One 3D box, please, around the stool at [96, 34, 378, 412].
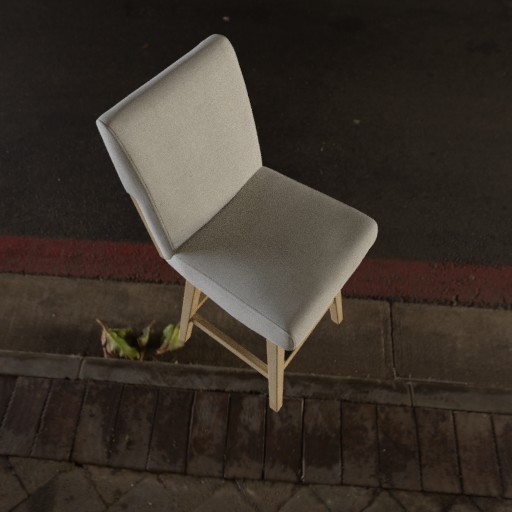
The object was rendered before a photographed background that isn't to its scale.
[{"bbox_3d":[0.000,0.000,1.302,0.543,1.015,0.446,32,63,19],"label":"stool"}]
